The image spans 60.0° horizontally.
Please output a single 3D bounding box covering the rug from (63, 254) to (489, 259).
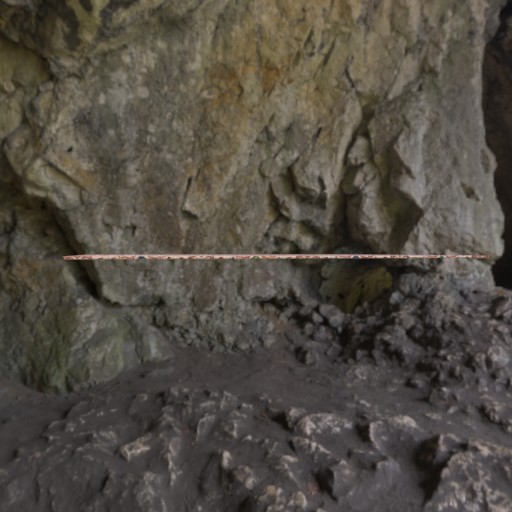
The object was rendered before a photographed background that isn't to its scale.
[{"bbox_3d":[0.000,0.000,4.283,3.215,0.020,2.446,0,0,-18],"label":"rug"}]
